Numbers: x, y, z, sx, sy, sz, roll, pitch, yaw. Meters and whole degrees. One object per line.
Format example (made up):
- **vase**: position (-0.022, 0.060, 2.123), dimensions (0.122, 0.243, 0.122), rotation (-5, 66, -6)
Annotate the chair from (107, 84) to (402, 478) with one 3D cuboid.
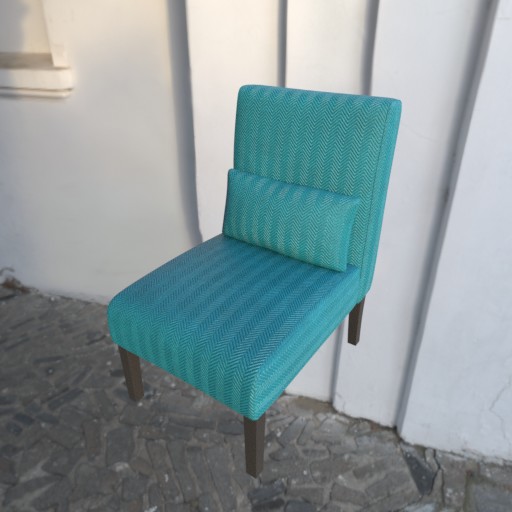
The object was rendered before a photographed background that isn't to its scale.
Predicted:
- **chair**: position (0.000, 0.000, 1.430), dimensions (0.579, 0.927, 0.808), rotation (18, 34, 30)
